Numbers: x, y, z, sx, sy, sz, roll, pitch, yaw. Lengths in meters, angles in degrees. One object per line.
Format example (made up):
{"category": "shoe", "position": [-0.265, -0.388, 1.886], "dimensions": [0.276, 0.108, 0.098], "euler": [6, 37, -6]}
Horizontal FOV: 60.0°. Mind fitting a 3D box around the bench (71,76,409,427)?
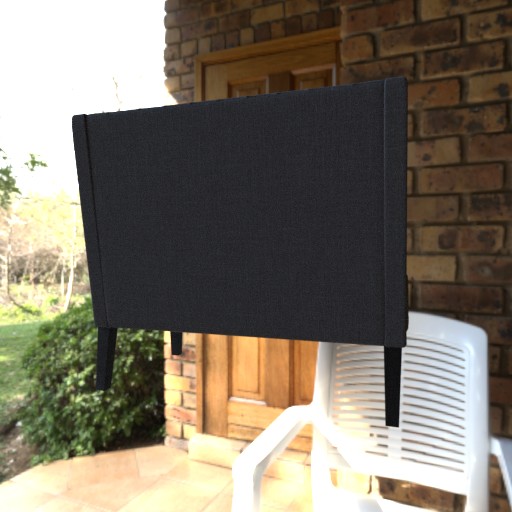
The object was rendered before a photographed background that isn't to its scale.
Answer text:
{"category": "bench", "position": [0.000, 0.000, 1.948], "dimensions": [1.276, 1.121, 0.842], "euler": [0, 1, 19]}
